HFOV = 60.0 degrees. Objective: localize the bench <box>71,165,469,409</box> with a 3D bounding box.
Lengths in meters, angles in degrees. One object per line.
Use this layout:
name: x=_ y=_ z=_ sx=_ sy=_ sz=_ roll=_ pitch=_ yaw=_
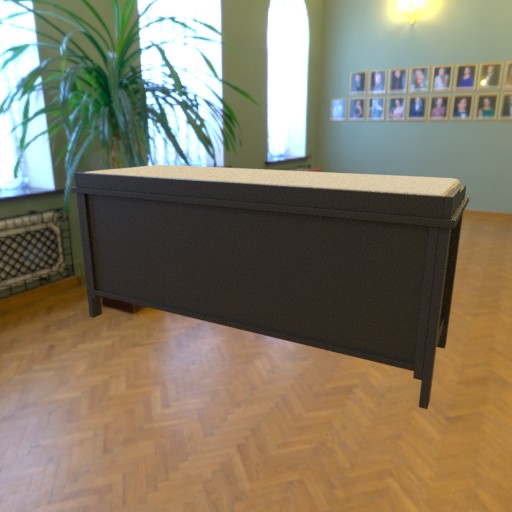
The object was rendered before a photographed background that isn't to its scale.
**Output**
bench: x=0.000 y=0.000 z=1.387 sx=1.140 sy=0.501 sz=0.398 roll=8 pitch=18 yaw=27
